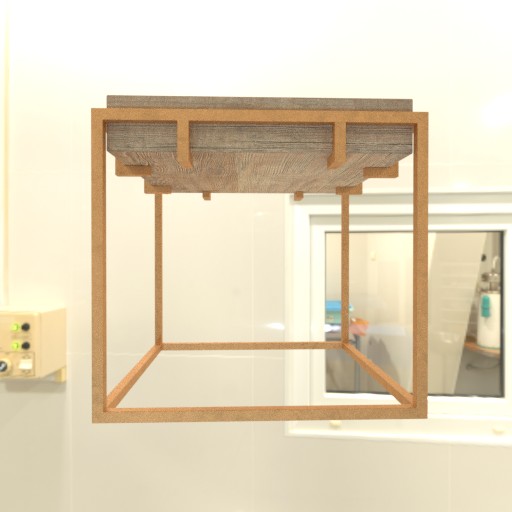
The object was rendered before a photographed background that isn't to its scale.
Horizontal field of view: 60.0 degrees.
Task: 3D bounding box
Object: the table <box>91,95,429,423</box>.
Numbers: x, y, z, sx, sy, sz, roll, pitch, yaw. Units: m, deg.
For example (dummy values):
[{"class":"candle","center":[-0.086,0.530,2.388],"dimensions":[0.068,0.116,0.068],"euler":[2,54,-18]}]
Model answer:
[{"class":"table","center":[0.000,0.000,1.087],"dimensions":[0.599,0.584,0.599],"euler":[0,0,-2]}]
